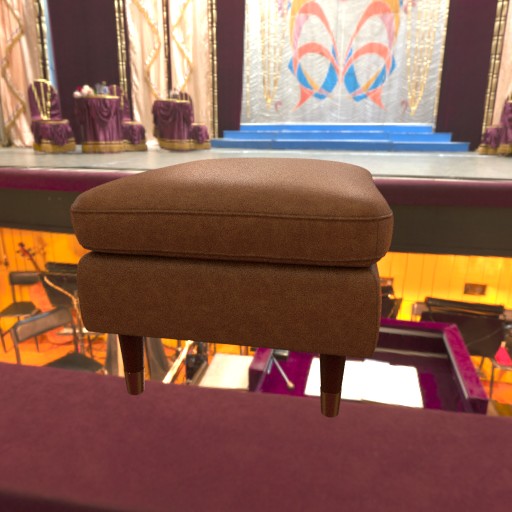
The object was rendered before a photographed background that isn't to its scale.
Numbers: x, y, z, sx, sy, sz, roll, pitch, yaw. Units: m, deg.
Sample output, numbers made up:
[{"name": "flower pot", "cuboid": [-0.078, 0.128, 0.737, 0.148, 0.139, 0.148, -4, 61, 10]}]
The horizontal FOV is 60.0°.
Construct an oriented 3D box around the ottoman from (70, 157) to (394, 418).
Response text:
[{"name": "ottoman", "cuboid": [0.000, 0.000, 1.127, 0.593, 0.478, 0.747, 3, 16, 10]}]
